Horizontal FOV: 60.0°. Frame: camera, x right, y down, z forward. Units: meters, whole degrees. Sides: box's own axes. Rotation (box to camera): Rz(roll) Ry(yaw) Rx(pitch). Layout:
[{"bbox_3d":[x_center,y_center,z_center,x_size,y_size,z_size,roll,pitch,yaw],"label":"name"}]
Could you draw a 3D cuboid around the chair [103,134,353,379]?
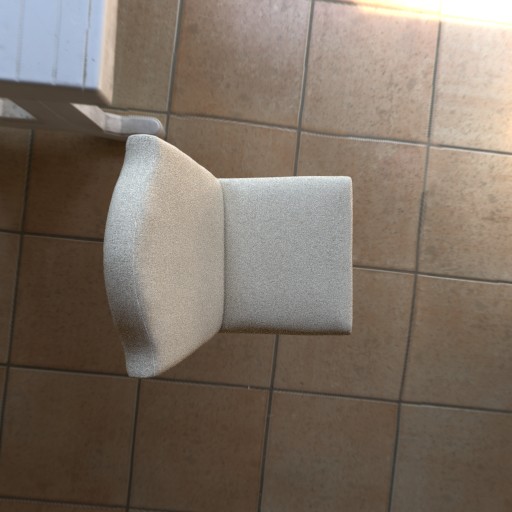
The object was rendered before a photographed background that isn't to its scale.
[{"bbox_3d":[0.000,0.000,1.387,0.648,1.012,0.534,0,90,-2],"label":"chair"}]
